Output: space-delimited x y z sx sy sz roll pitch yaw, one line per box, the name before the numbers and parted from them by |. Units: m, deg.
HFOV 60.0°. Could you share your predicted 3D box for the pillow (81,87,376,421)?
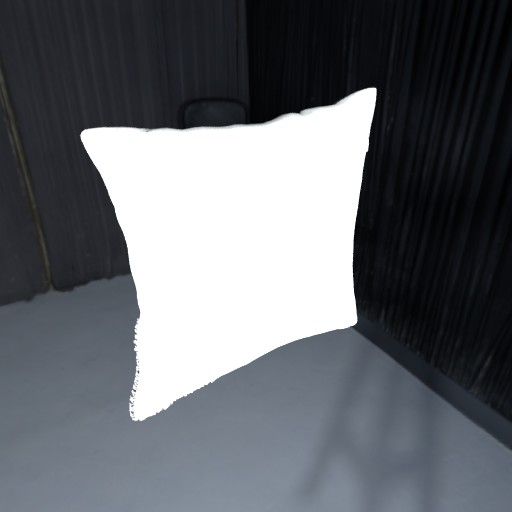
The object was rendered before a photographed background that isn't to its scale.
pillow | 0.000 0.000 0.712 0.475 0.473 0.178 -18 34 -28
